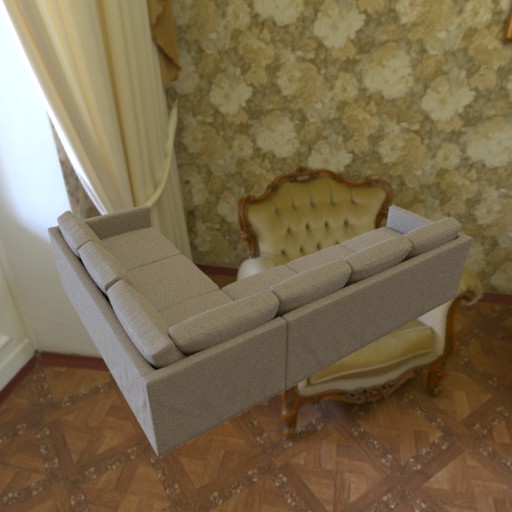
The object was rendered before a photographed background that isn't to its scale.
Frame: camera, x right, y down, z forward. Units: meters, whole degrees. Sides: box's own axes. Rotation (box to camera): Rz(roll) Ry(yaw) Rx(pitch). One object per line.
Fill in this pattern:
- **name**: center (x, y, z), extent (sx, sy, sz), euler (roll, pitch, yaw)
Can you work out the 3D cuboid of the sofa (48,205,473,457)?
- **sofa**: center (0.000, 0.000, 4.266), extent (3.182, 0.871, 2.432), euler (-19, 35, -29)
